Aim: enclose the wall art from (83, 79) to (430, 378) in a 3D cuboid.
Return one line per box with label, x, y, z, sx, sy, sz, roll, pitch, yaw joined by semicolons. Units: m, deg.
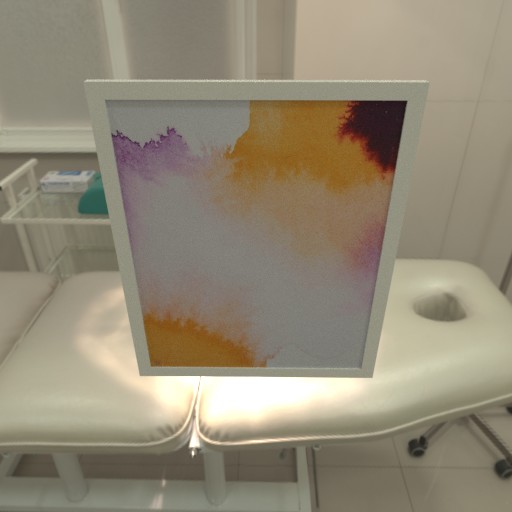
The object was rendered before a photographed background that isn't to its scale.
wall art;0.000;0.000;0.612;0.382;0.456;0.013;0;31;1
